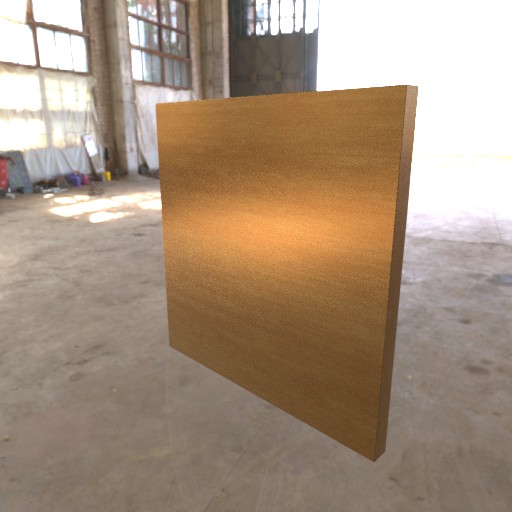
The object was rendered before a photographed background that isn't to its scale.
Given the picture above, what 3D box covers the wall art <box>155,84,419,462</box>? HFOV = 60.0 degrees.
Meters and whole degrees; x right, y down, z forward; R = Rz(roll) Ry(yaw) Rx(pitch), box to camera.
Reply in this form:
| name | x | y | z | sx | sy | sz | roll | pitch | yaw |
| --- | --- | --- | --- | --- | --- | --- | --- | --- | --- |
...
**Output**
| name | x | y | z | sx | sy | sz | roll | pitch | yaw |
| --- | --- | --- | --- | --- | --- | --- | --- | --- | --- |
| wall art | 0.000 | 0.000 | 0.446 | 0.302 | 0.302 | 0.019 | 15 | 22 | 43 |
